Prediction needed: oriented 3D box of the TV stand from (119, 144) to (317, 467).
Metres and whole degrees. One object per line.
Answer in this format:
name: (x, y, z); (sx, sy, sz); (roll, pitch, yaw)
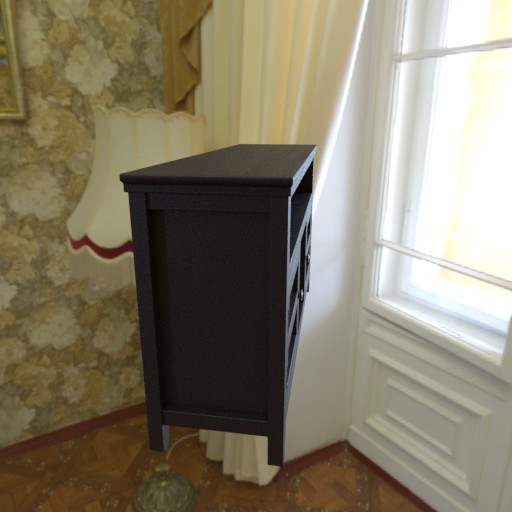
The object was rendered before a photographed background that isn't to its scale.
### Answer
TV stand: (0.000, 0.000, 1.511); (0.347, 0.681, 1.198); (3, 17, 9)
